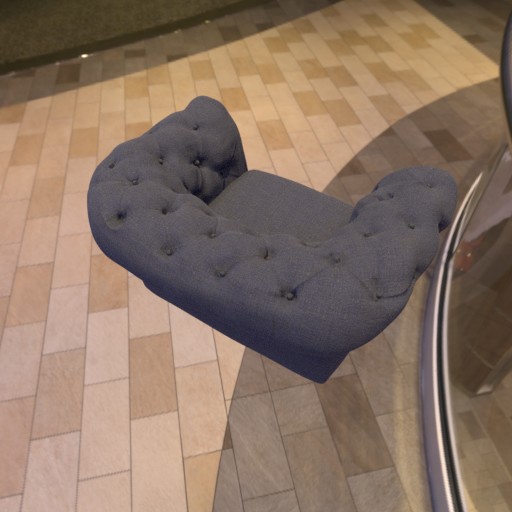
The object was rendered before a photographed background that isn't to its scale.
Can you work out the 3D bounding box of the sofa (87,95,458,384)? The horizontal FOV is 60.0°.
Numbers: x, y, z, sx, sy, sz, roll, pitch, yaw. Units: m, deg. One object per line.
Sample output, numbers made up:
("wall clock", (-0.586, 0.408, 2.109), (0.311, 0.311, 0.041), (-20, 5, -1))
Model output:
("sofa", (0.000, 0.000, 2.028), (1.405, 0.878, 1.032), (25, 52, 21))
